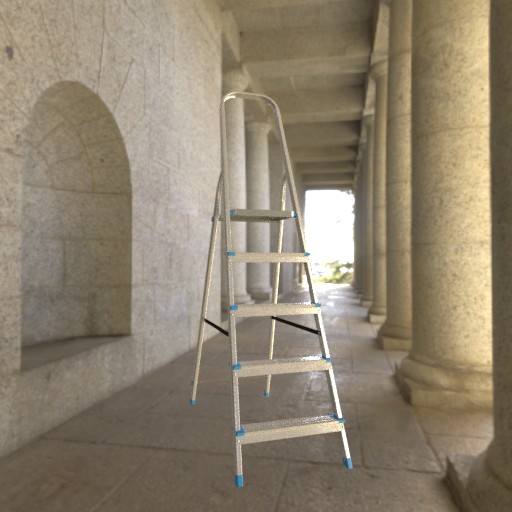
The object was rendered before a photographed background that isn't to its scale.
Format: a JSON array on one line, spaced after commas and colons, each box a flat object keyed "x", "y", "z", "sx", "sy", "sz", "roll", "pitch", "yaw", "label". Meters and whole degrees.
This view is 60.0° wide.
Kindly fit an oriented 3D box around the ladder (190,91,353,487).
[{"x": 0.000, "y": 0.000, "z": 2.117, "sx": 0.468, "sy": 1.648, "sz": 0.990, "roll": 0, "pitch": -1, "yaw": -18, "label": "ladder"}]
